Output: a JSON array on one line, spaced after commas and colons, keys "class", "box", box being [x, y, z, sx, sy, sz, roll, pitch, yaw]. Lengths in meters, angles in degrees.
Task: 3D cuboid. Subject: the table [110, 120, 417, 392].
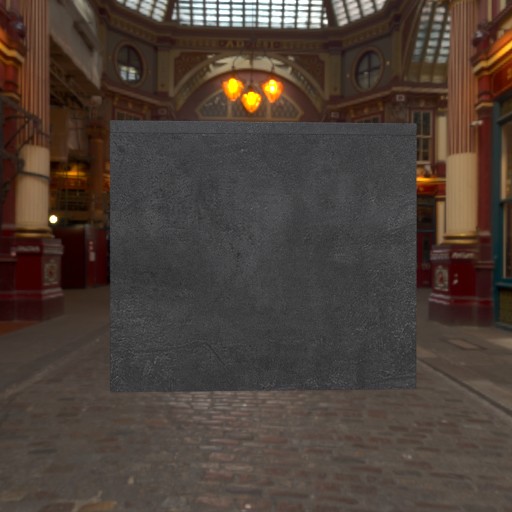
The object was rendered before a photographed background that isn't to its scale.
[{"class": "table", "box": [0.000, 0.000, 0.926, 0.400, 0.350, 0.700, 0, 0, -2]}]
